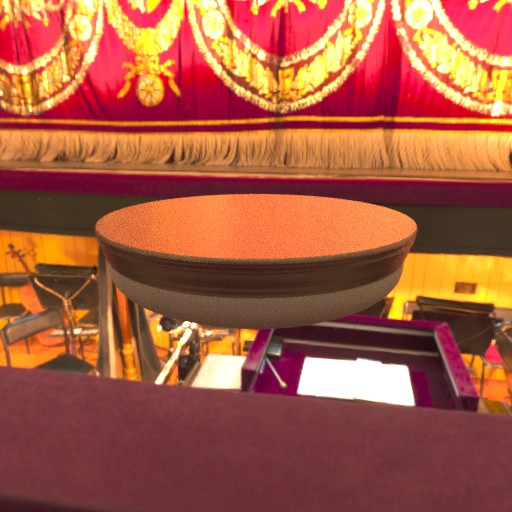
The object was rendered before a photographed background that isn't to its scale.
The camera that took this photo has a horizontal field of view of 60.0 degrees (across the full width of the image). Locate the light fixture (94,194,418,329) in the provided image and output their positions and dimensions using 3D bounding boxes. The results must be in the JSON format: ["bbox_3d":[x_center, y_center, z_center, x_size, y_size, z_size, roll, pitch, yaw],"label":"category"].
[{"bbox_3d":[0.000,0.000,0.547,0.368,0.100,0.368,0,16,0],"label":"light fixture"}]
